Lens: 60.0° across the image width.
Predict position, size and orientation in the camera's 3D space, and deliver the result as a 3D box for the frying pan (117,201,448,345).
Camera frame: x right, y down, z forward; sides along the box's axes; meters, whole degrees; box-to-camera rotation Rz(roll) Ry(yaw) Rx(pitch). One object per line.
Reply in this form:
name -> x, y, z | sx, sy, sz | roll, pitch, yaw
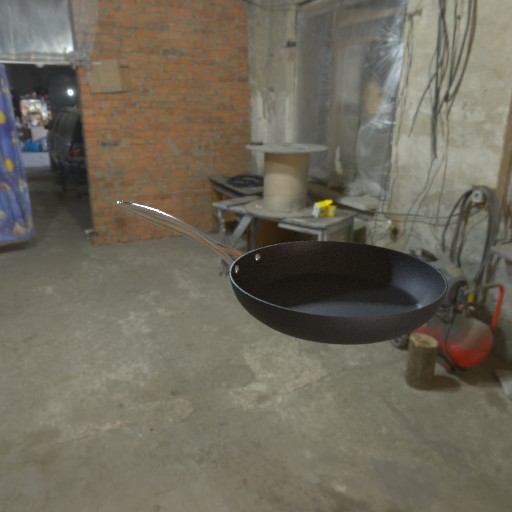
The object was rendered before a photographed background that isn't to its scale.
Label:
frying pan -> 0.000, 0.000, 0.587 | 0.472, 0.105, 0.255 | 10, 21, 27
